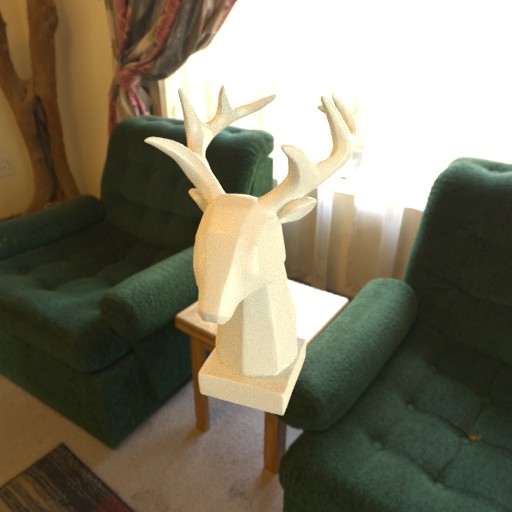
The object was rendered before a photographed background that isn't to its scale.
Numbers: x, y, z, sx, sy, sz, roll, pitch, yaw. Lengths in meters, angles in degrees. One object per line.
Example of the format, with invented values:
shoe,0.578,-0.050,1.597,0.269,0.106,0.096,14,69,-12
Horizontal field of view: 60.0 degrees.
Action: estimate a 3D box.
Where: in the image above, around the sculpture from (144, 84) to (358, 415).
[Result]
sculpture,0.000,0.000,0.470,0.174,0.329,0.224,9,29,17
